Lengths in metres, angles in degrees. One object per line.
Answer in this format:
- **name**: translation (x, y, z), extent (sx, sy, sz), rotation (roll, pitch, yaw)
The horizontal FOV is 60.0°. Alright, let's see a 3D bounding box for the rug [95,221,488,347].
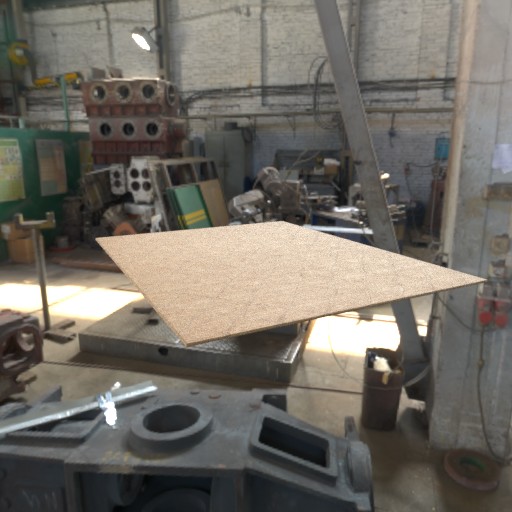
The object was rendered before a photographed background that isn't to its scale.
- **rug**: translation (0.000, 0.000, 4.152), extent (2.420, 0.019, 3.039), rotation (-7, 16, -27)
